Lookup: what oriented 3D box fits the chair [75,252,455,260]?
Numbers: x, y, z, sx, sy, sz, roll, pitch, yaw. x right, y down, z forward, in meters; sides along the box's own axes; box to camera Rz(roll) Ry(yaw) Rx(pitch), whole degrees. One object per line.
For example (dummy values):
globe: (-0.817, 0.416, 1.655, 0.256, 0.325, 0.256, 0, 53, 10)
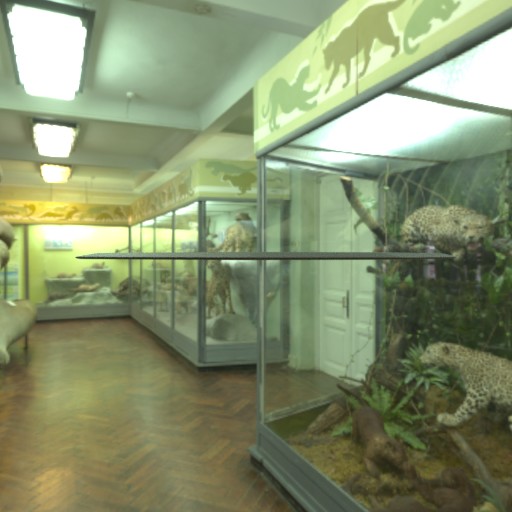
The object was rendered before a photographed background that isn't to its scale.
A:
chair: (0.000, 0.000, 1.900, 1.372, 0.024, 1.219, 0, 0, 36)
